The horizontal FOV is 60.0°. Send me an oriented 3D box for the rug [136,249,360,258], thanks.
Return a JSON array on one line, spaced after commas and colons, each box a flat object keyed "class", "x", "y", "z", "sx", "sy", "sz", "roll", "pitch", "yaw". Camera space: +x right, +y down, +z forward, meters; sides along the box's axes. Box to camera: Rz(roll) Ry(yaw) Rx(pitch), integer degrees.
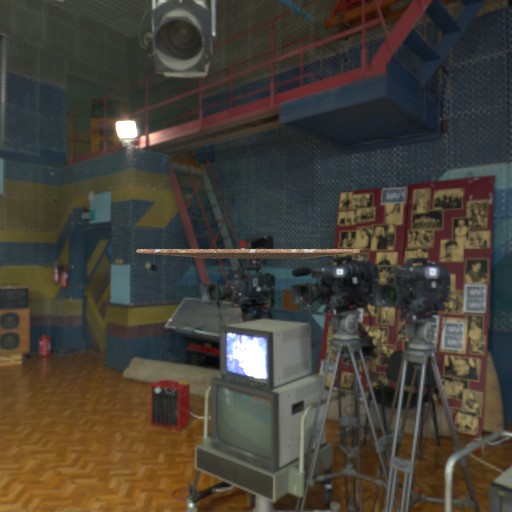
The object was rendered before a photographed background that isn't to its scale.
[{"class": "rug", "x": 0.000, "y": 0.000, "z": 2.695, "sx": 0.750, "sy": 0.011, "sz": 2.435, "roll": 0, "pitch": -1, "yaw": 1}]
